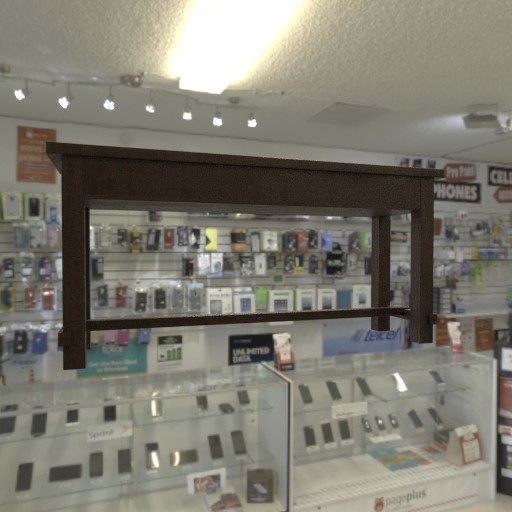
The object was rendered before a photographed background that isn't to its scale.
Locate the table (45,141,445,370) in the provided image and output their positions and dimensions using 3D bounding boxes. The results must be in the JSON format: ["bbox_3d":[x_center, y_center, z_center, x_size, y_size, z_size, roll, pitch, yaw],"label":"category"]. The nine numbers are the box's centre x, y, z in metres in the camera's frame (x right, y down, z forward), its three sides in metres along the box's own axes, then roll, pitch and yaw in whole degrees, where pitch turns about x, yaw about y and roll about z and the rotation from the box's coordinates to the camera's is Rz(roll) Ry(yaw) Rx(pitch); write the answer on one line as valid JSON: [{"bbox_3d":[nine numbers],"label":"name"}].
[{"bbox_3d":[0.000,0.000,1.913,1.599,0.762,0.442,0,0,-18],"label":"table"}]
